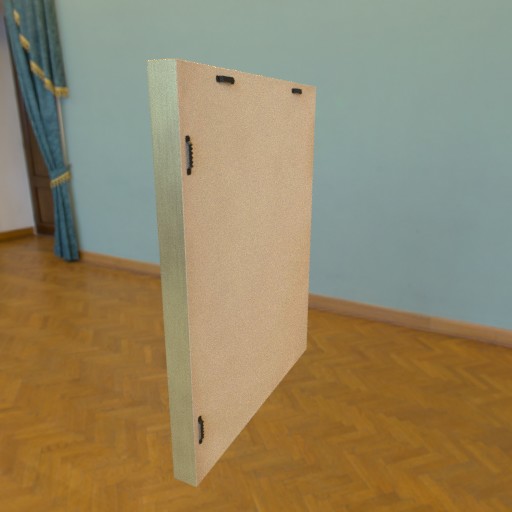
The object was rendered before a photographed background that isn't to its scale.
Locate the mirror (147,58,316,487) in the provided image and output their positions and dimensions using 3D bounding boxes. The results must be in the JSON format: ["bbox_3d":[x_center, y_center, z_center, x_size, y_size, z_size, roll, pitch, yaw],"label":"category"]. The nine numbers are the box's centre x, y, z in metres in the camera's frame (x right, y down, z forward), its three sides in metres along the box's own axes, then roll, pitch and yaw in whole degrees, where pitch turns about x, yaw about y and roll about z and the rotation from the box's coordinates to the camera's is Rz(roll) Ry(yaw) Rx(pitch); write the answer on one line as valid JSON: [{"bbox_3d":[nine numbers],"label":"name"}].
[{"bbox_3d":[0.000,0.000,0.677,0.041,0.509,0.406,8,19,25],"label":"mirror"}]
